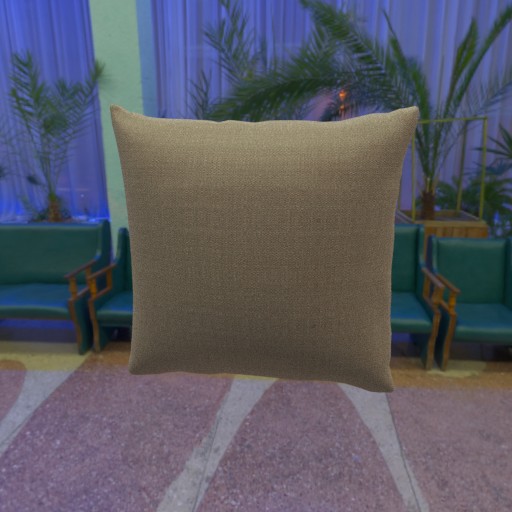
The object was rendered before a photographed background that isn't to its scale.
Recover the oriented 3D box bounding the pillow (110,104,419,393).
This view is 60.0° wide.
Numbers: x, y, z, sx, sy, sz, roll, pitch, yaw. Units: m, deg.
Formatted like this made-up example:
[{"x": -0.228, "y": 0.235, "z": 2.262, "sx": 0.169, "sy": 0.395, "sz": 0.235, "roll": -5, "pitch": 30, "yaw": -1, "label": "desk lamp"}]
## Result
[{"x": 0.000, "y": 0.000, "z": 0.795, "sx": 0.521, "sy": 0.519, "sz": 0.215, "roll": 2, "pitch": 16, "yaw": 8, "label": "pillow"}]
